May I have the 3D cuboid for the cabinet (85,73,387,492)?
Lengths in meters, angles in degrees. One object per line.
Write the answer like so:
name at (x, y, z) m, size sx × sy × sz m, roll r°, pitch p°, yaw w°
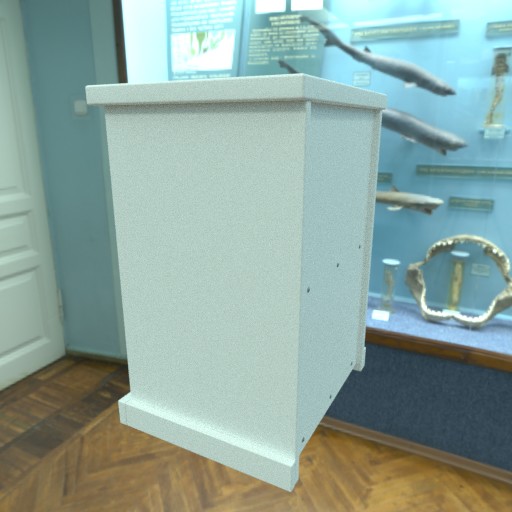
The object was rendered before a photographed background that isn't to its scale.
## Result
cabinet at (0.000, 0.000, 1.032) m, size 0.431 × 0.723 × 0.520 m, roll 9°, pitch 19°, yaw 27°
